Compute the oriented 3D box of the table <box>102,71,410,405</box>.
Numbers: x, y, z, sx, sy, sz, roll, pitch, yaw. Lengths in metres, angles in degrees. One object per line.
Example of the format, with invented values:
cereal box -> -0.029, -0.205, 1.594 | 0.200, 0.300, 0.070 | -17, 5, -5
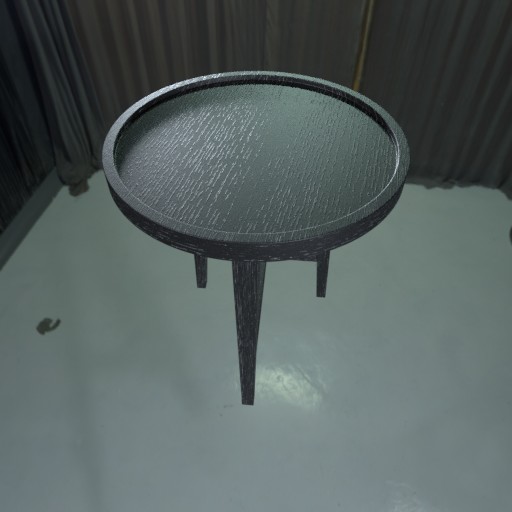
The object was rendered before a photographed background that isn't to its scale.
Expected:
table -> 0.000, 0.000, 0.755 | 0.399, 0.460, 0.399 | 0, 47, 0
